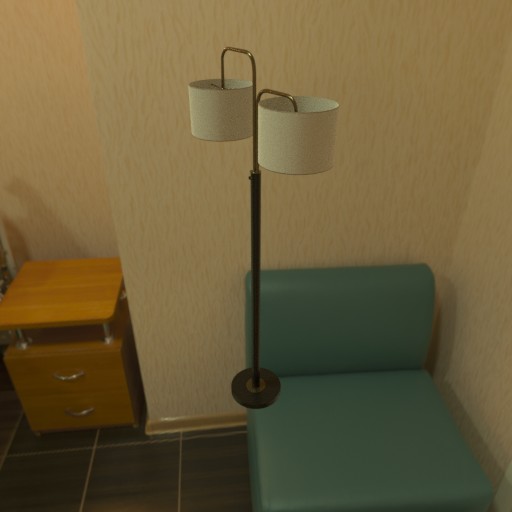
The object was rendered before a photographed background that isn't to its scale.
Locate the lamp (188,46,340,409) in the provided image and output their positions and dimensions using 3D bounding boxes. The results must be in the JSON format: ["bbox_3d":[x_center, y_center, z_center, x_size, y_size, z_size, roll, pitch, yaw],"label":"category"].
[{"bbox_3d":[0.000,0.000,1.882,0.254,1.587,0.711,-20,36,-30],"label":"lamp"}]
